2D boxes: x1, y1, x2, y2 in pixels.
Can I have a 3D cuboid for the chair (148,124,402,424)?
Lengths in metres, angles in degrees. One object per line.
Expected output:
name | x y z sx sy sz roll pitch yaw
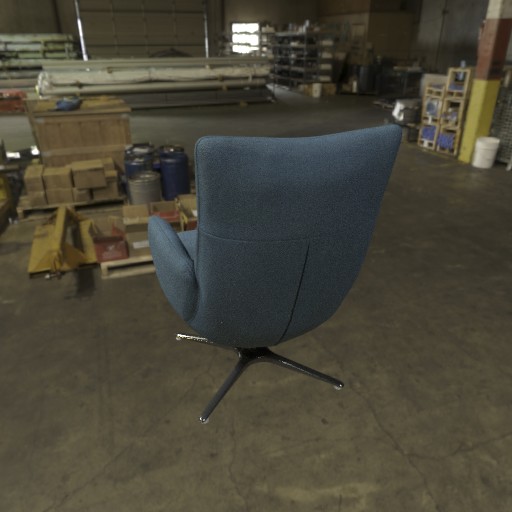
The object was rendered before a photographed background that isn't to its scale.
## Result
chair | 0.000 0.000 1.598 0.711 1.016 0.889 -8 27 -17
